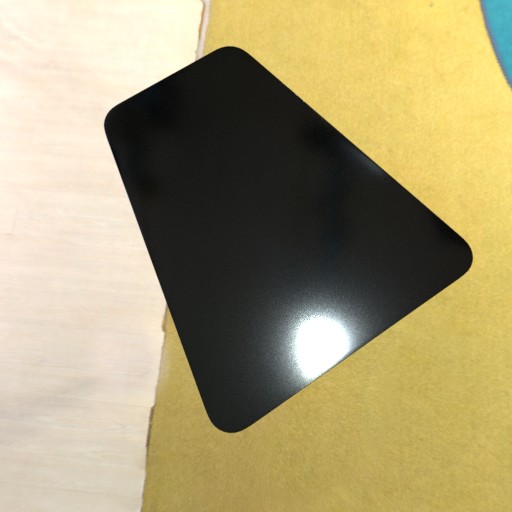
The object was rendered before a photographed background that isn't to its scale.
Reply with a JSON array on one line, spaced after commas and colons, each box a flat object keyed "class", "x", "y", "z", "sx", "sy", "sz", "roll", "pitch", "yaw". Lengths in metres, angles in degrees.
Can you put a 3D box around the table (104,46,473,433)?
[{"class": "table", "x": 0.000, "y": 0.000, "z": 0.940, "sx": 0.427, "sy": 0.624, "sz": 0.500, "roll": -33, "pitch": 78, "yaw": -8}]
